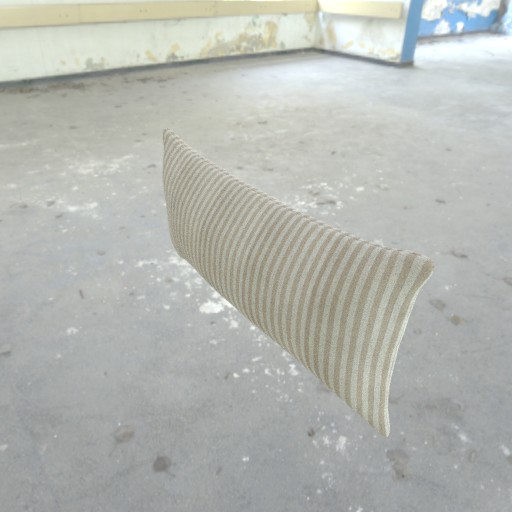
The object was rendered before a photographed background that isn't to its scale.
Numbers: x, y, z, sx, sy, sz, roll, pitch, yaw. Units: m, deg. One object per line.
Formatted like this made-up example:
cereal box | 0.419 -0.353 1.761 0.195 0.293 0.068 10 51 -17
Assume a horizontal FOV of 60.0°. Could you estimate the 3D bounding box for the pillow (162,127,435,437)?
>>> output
pillow | 0.000 0.000 0.745 0.151 0.295 0.617 -21 38 -30
